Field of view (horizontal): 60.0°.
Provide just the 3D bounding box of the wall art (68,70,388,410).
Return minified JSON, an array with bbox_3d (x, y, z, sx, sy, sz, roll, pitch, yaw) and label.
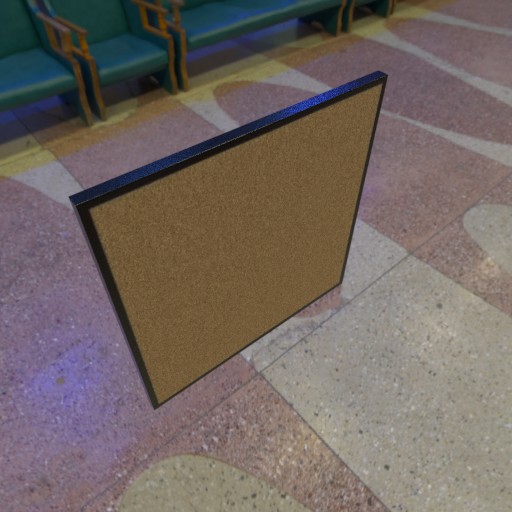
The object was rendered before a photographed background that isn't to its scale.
[{"bbox_3d":[0.000,0.000,0.531,0.349,0.349,0.014,-30,53,-25],"label":"wall art"}]
